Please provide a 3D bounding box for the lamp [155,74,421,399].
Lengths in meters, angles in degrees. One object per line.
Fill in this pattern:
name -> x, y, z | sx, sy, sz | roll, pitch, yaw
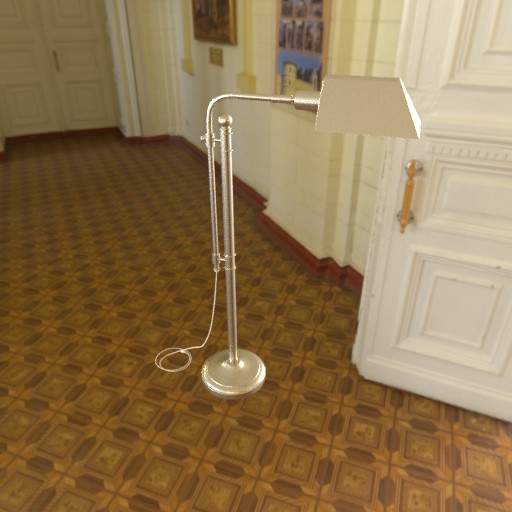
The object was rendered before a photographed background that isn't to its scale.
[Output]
lamp -> 0.000, 0.000, 0.913 | 0.546, 0.708, 0.159 | 10, 31, 17
